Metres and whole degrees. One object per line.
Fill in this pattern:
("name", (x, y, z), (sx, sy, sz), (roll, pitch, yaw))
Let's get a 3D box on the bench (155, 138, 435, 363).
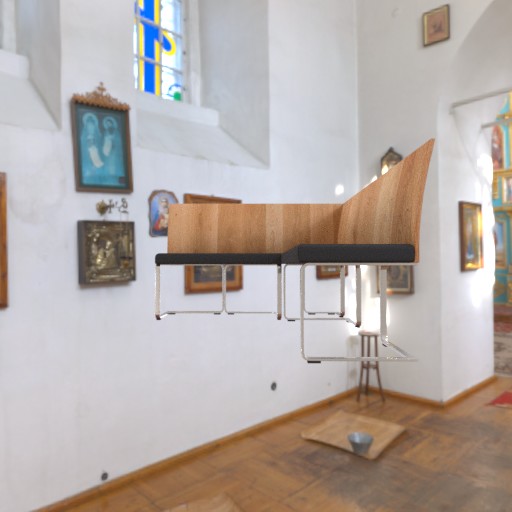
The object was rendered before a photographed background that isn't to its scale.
("bench", (0.000, 0.000, 2.796), (1.495, 0.930, 1.945), (0, -1, 0))
